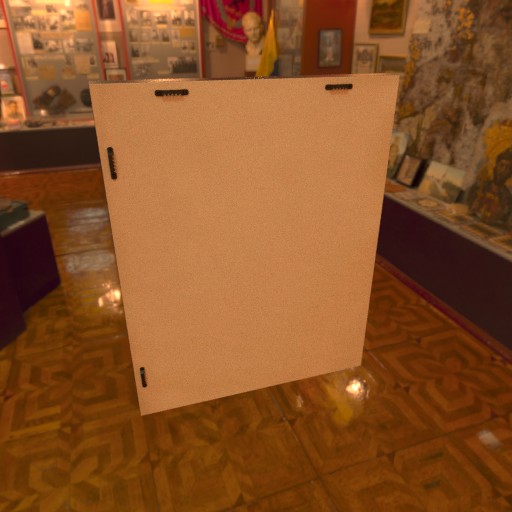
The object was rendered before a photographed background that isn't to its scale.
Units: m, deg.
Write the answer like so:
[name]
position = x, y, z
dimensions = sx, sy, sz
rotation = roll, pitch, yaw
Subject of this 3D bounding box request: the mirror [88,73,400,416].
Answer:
[mirror]
position = 0.000, 0.000, 0.680
dimensions = 0.406, 0.509, 0.041
rotation = -8, 28, -16
